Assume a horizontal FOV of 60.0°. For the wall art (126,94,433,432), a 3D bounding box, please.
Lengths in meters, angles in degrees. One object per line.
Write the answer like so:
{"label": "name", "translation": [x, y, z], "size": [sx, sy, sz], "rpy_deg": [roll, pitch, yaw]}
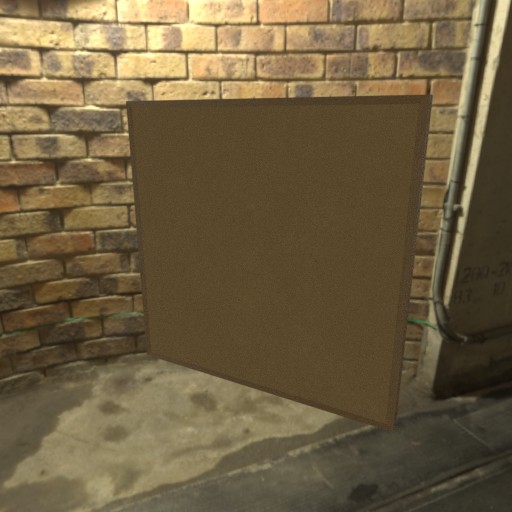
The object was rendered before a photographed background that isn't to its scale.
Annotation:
{"label": "wall art", "translation": [0.000, 0.000, 1.132], "size": [0.761, 0.758, 0.038], "rpy_deg": [9, 20, 27]}
